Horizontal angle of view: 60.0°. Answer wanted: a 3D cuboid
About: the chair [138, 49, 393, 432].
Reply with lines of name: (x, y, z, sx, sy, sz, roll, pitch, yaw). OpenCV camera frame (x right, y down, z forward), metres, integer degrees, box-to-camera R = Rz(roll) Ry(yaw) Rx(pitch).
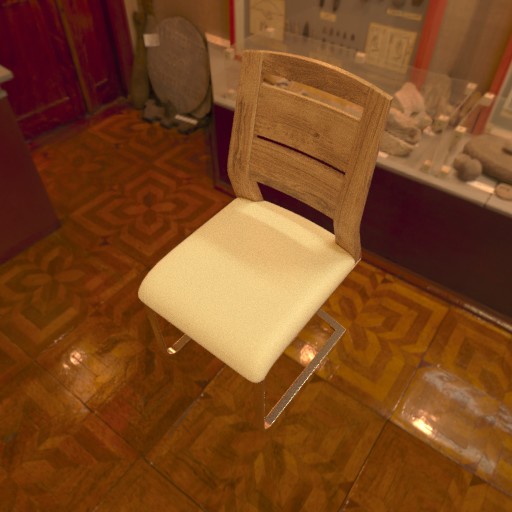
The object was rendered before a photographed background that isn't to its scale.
chair: (0.000, 0.000, 1.275, 0.457, 0.955, 0.561, 30, 53, 25)
